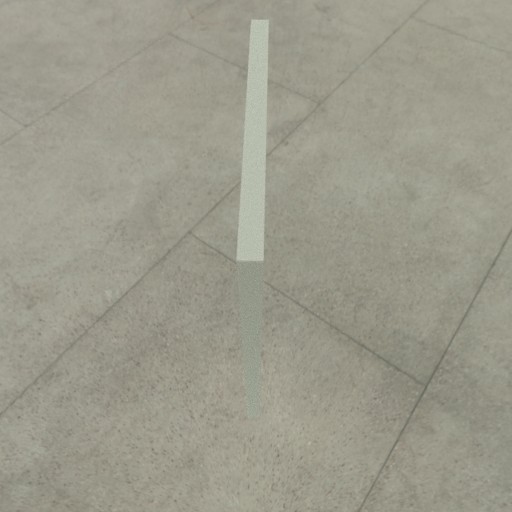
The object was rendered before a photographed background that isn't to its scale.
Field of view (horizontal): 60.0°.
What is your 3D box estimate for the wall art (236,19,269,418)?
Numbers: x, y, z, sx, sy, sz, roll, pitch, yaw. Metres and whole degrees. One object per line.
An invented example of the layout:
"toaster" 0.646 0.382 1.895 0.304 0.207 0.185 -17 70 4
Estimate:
"wall art" 0.000 0.000 1.164 0.038 0.914 0.610 1 57 1
